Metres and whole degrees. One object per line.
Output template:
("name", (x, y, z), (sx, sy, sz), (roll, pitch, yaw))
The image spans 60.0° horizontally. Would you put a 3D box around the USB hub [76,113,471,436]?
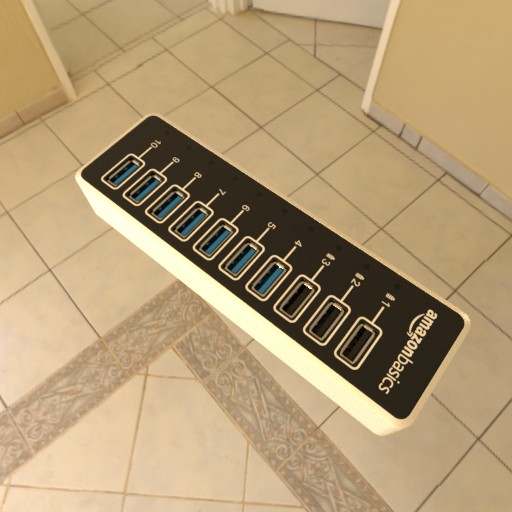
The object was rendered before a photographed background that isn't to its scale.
("USB hub", (0.000, 0.000, 0.164), (0.145, 0.023, 0.044), (36, 68, 17))
